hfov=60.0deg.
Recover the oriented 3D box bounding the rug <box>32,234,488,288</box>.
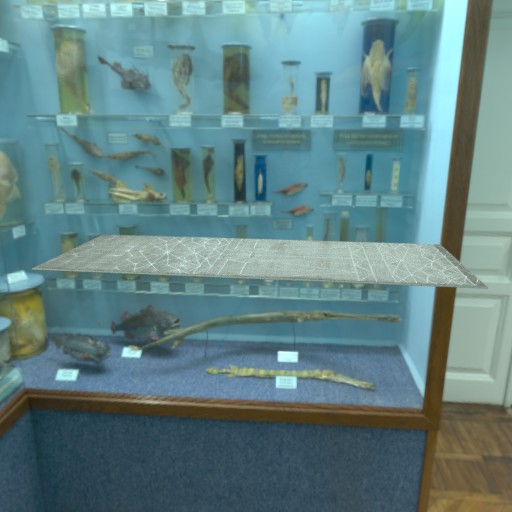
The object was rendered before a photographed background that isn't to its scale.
[{"bbox_3d":[0.000,0.000,2.715,2.388,0.012,0.864,2,16,7],"label":"rug"}]
